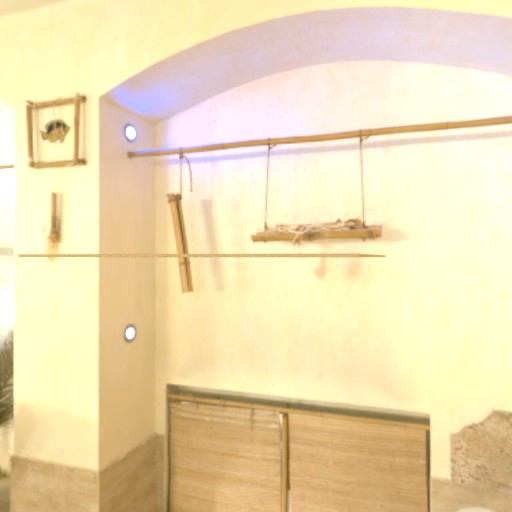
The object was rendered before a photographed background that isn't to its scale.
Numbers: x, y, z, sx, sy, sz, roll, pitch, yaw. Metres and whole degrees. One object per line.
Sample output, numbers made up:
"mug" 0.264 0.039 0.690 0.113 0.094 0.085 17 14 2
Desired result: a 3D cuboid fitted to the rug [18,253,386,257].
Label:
"rug" 0.000 0.000 2.849 1.526 0.014 2.290 0 0 18
